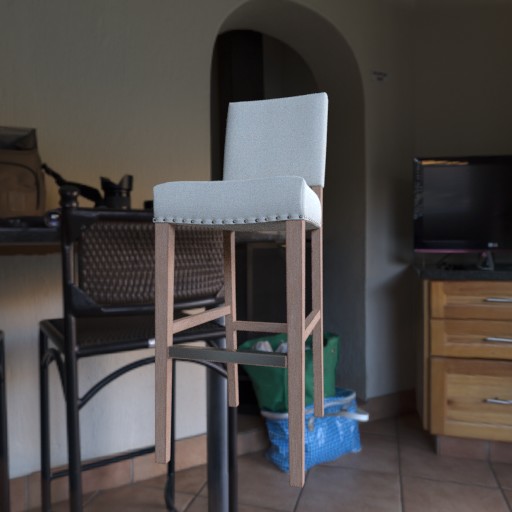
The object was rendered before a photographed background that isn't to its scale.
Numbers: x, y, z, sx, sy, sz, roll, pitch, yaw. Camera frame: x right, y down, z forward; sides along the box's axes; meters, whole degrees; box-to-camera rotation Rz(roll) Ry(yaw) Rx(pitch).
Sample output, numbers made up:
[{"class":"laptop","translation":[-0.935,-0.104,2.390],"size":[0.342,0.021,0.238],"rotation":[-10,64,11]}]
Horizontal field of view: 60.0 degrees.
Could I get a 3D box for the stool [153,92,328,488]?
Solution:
[{"class":"stool","translation":[0.000,0.000,1.407],"size":[0.428,1.143,0.546],"rotation":[0,1,18]}]
